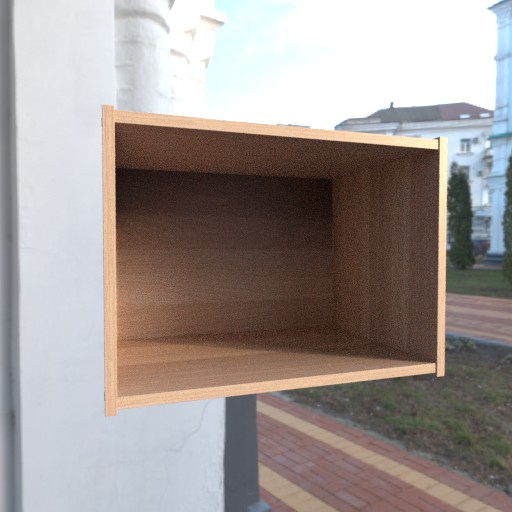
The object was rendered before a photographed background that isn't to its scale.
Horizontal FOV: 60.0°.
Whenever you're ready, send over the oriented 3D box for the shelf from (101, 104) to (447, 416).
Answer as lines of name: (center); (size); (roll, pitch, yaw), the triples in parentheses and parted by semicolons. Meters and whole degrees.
shelf: (0.000, 0.000, 0.637); (0.415, 0.305, 0.290); (-1, 2, -19)
